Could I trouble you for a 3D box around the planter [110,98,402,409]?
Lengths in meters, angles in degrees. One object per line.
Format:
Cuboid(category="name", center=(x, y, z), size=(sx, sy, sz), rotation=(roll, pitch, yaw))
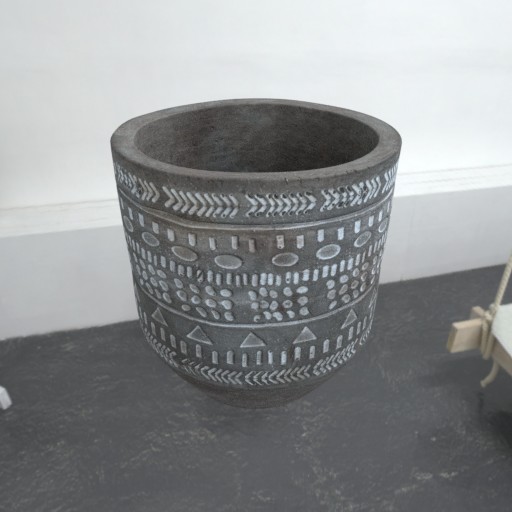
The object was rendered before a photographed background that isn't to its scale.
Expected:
Cuboid(category="planter", center=(0.000, 0.000, 0.259), size=(0.142, 0.149, 0.142), rotation=(0, 31, 0))
